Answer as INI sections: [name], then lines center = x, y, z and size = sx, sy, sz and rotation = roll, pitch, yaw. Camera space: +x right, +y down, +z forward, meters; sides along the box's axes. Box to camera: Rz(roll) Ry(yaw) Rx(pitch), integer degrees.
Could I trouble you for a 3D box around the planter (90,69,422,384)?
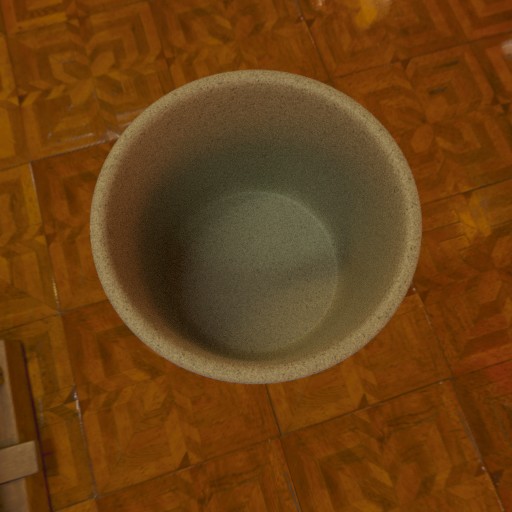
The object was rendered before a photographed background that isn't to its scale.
[planter]
center = 0.000, 0.000, 0.350
size = 0.191, 0.200, 0.191
rotation = 0, 75, 0
